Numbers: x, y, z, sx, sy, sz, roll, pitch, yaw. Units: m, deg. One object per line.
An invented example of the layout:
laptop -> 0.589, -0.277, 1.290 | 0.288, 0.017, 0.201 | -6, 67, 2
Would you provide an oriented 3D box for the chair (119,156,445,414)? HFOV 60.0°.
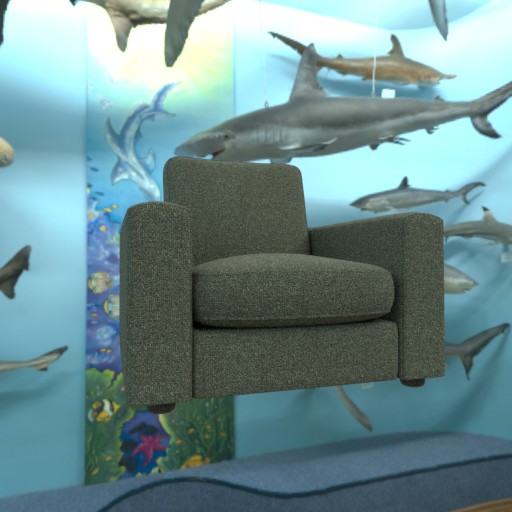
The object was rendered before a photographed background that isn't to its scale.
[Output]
chair -> 0.000, 0.000, 1.733 | 1.005, 0.873, 1.016 | 0, -1, -18
